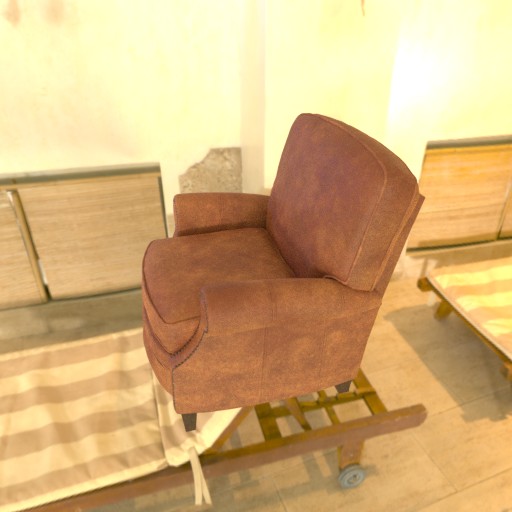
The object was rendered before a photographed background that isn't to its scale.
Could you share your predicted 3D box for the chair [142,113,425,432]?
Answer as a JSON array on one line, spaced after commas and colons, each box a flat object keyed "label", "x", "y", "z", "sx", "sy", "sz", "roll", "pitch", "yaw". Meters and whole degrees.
[{"label": "chair", "x": 0.000, "y": 0.000, "z": 1.810, "sx": 0.986, "sy": 1.018, "sz": 0.936, "roll": -8, "pitch": 32, "yaw": -13}]
